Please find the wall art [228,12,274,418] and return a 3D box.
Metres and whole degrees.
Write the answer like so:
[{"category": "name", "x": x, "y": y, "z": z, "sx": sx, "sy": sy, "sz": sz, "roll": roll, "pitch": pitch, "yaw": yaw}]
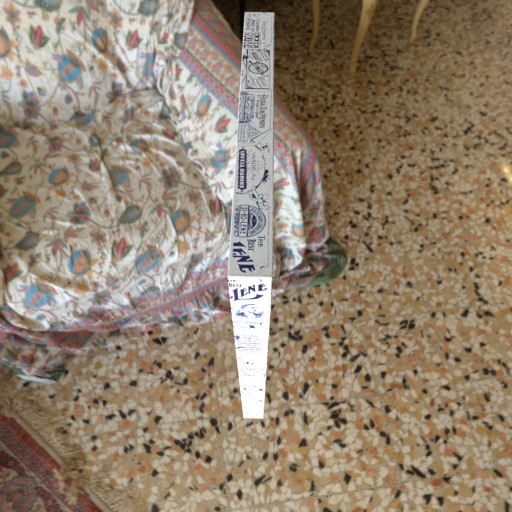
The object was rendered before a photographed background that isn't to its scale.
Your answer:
[{"category": "wall art", "x": 0.000, "y": 0.000, "z": 0.751, "sx": 0.040, "sy": 0.601, "sz": 0.408, "roll": 1, "pitch": 59, "yaw": 1}]
